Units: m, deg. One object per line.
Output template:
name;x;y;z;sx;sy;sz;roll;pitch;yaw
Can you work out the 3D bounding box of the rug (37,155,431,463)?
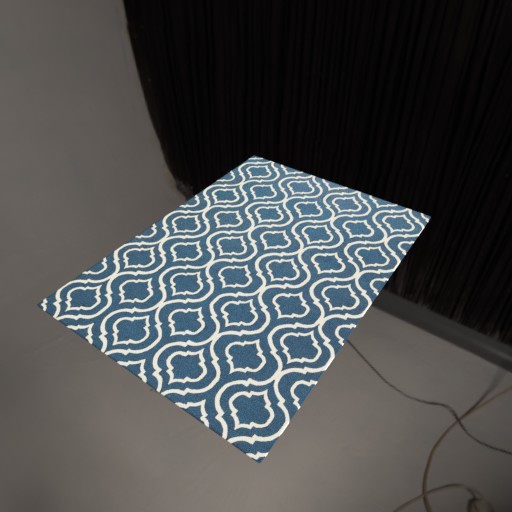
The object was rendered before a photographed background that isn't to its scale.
rug;0.000;0.000;4.462;2.438;0.010;3.353;25;47;26
